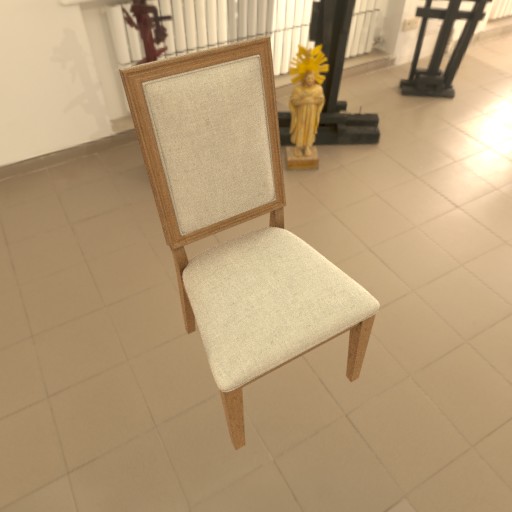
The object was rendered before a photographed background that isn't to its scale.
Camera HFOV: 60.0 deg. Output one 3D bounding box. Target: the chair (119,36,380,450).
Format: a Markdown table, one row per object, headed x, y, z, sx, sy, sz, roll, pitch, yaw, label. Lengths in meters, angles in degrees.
| x | y | z | sx | sy | sz | roll | pitch | yaw | label |
| --- | --- | --- | --- | --- | --- | --- | --- | --- | --- |
| 0.000 | 0.000 | 1.315 | 0.536 | 0.988 | 0.601 | -23 | 51 | -20 | chair |
